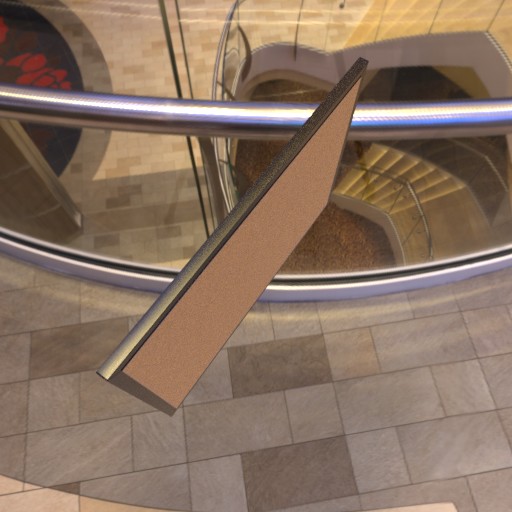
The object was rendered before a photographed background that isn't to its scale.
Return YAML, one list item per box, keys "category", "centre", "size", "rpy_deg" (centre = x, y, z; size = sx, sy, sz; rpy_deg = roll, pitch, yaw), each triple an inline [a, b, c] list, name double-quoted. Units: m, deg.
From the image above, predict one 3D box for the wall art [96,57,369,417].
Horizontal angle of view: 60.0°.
- category: "wall art"
  centre: [0.000, 0.000, 0.576]
  size: [0.013, 0.306, 0.440]
  rpy_deg: [32, 69, 14]
